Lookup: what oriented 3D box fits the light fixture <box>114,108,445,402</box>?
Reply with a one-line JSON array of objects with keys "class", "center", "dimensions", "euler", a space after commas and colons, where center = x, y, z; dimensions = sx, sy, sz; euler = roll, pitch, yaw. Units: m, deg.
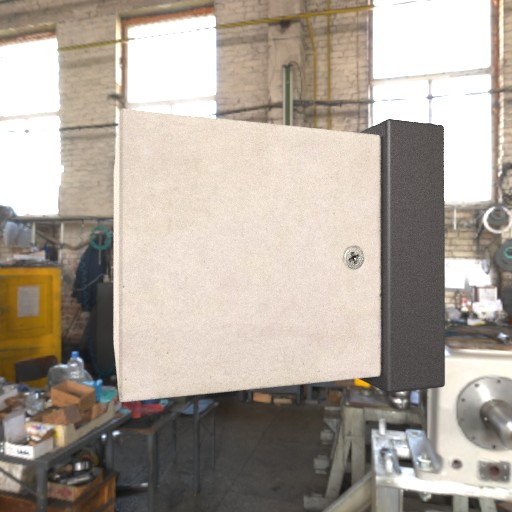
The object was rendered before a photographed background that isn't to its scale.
[{"class": "light fixture", "center": [0.000, 0.000, 0.237], "dimensions": [0.143, 0.121, 0.121], "euler": [0, 0, -19]}]
